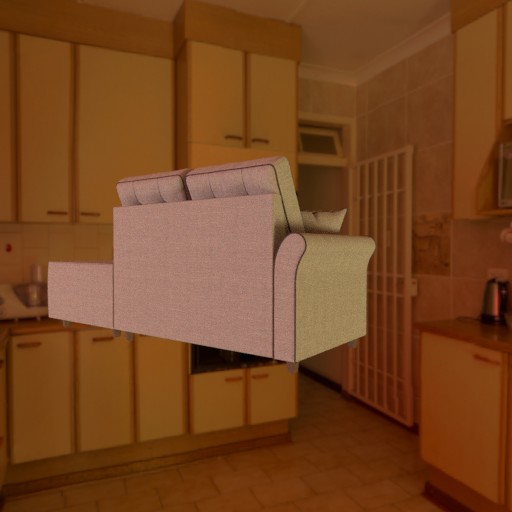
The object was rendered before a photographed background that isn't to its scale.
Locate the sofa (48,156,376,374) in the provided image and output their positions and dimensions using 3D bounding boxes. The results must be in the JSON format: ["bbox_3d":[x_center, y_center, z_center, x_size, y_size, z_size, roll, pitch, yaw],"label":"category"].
[{"bbox_3d":[0.000,0.000,3.274,2.068,0.988,2.070,1,1,37],"label":"sofa"}]
